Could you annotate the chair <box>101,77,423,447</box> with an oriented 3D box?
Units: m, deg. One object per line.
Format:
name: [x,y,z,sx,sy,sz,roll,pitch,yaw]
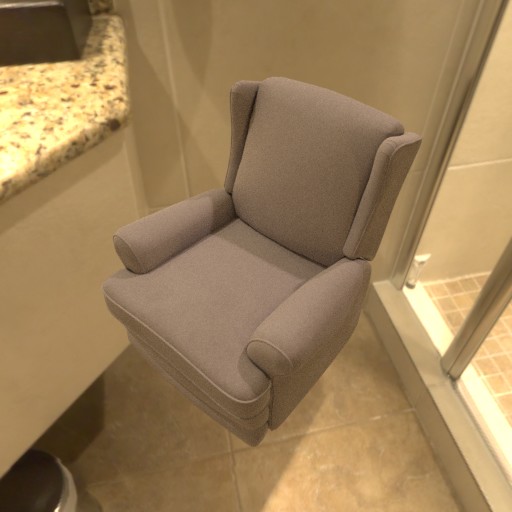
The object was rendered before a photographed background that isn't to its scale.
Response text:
chair: [0.000,0.000,1.681,0.847,1.011,0.969,31,54,27]
